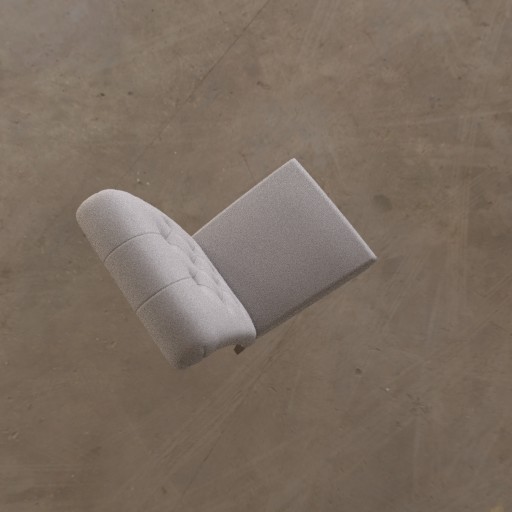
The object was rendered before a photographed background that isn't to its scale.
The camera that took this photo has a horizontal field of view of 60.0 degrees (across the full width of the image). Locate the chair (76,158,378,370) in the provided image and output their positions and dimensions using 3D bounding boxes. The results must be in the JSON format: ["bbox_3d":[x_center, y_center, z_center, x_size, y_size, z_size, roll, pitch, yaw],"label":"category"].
[{"bbox_3d":[0.000,0.000,1.383,0.671,1.006,0.456,-35,77,-9],"label":"chair"}]
